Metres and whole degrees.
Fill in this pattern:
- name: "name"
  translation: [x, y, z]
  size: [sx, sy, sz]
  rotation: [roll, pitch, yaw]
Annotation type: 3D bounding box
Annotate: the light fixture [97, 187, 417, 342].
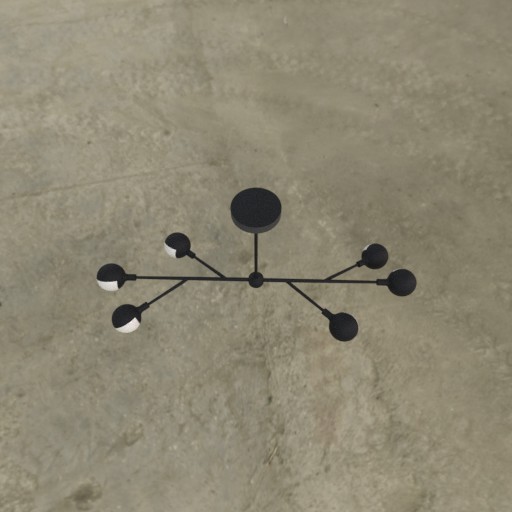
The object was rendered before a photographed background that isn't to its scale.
- name: "light fixture"
  translation: [0.000, 0.000, 1.027]
  size: [0.778, 0.362, 0.434]
  rotation: [15, 59, 9]
